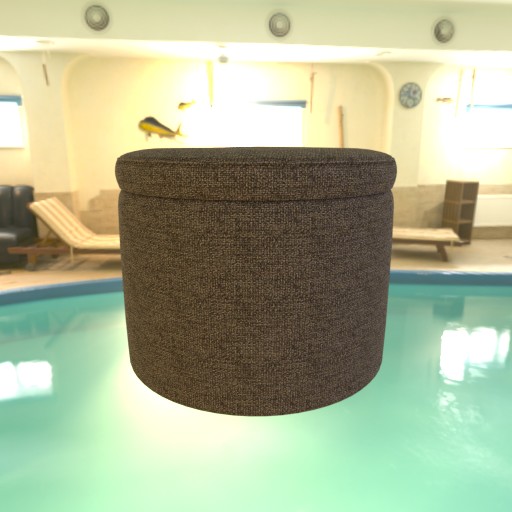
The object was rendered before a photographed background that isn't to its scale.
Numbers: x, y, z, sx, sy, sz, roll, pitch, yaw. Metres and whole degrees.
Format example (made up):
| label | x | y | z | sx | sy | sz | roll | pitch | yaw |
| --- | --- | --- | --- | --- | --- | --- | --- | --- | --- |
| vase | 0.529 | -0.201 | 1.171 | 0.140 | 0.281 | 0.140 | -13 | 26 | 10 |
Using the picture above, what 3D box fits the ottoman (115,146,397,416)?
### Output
| label | x | y | z | sx | sy | sz | roll | pitch | yaw |
| --- | --- | --- | --- | --- | --- | --- | --- | --- | --- |
| ottoman | 0.000 | 0.000 | 0.893 | 0.520 | 0.430 | 0.520 | 0 | 14 | 0 |
